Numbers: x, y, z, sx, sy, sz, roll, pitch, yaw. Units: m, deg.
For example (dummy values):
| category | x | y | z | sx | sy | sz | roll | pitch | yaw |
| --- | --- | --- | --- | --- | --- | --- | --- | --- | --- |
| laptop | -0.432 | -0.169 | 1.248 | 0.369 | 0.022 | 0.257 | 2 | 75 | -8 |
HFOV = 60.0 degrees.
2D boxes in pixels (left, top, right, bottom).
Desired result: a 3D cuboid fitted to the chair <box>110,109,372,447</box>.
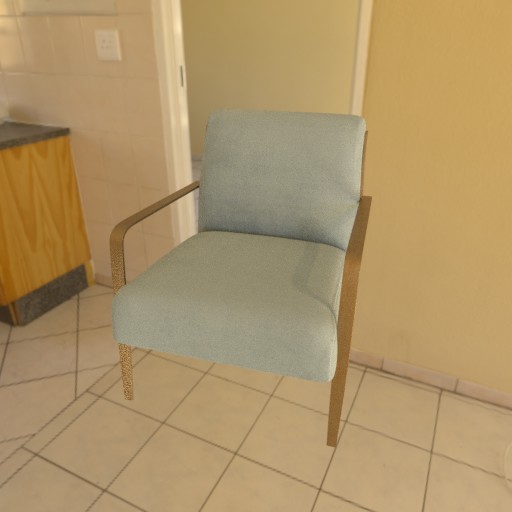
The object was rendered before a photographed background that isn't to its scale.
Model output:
| category | x | y | z | sx | sy | sz | roll | pitch | yaw |
| --- | --- | --- | --- | --- | --- | --- | --- | --- | --- |
| chair | 0.000 | 0.000 | 1.497 | 0.701 | 0.824 | 0.842 | 7 | 28 | 14 |
